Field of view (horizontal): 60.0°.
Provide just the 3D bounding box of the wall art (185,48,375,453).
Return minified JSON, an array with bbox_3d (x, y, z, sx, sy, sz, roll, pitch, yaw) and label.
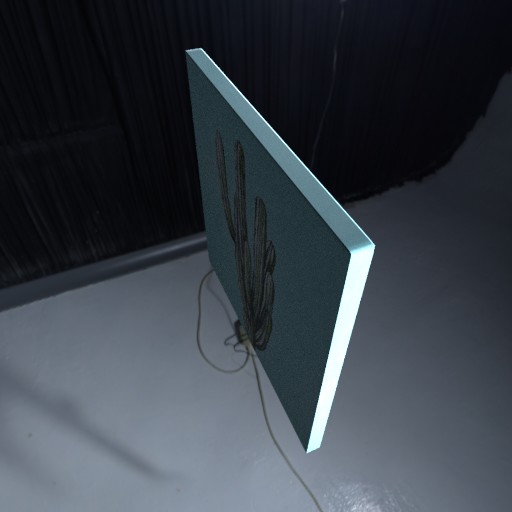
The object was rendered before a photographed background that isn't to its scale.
[{"bbox_3d":[0.000,0.000,1.601,0.070,1.073,1.071,-18,49,-16],"label":"wall art"}]
